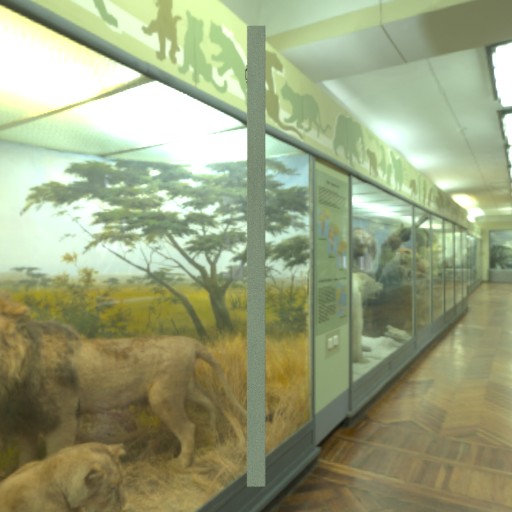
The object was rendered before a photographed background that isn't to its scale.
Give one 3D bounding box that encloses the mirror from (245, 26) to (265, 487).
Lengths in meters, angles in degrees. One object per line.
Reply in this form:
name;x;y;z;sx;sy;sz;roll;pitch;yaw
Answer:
mirror;0.000;0.000;1.184;0.041;0.915;0.609;0;0;0
